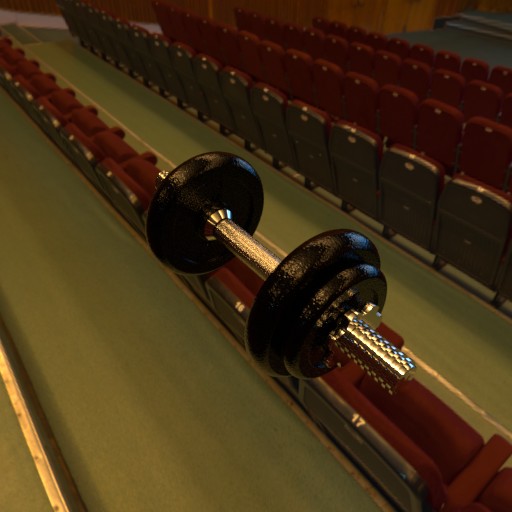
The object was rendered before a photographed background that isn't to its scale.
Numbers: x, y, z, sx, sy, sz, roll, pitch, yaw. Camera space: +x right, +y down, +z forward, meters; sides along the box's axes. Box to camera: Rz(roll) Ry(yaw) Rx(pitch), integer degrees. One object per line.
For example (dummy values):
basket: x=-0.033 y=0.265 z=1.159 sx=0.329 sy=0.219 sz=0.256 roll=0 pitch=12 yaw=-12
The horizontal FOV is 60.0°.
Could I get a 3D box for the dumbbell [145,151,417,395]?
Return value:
dumbbell: x=0.000 y=0.000 z=0.601 sx=0.202 sy=0.202 sz=0.497 roll=-27 pitch=47 yaw=-28
